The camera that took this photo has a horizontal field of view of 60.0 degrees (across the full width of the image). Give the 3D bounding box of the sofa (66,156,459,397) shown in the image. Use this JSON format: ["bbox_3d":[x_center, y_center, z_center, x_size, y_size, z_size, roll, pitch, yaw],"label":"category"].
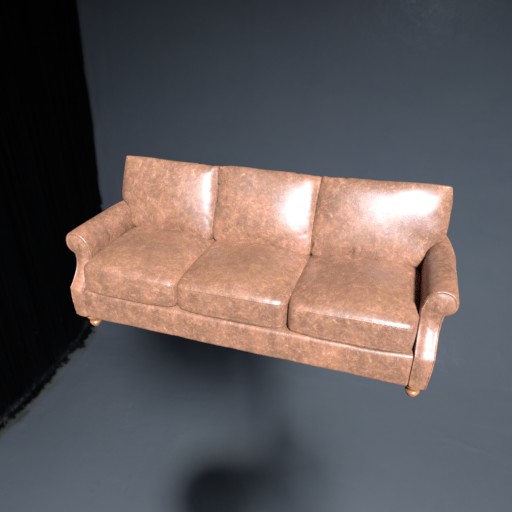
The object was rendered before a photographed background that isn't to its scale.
[{"bbox_3d":[0.000,0.000,2.825,2.351,0.977,0.973,9,29,16],"label":"sofa"}]
